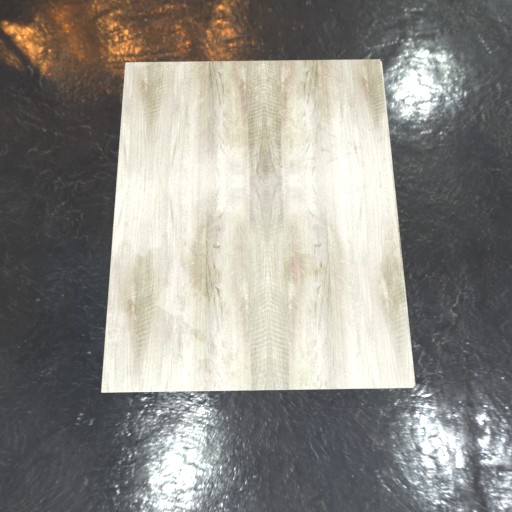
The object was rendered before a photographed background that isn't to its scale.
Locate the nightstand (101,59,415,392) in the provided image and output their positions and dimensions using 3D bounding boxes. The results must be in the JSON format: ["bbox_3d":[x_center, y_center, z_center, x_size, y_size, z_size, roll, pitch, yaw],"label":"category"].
[{"bbox_3d":[0.000,0.000,0.759,0.347,0.448,0.427,-1,75,0],"label":"nightstand"}]
